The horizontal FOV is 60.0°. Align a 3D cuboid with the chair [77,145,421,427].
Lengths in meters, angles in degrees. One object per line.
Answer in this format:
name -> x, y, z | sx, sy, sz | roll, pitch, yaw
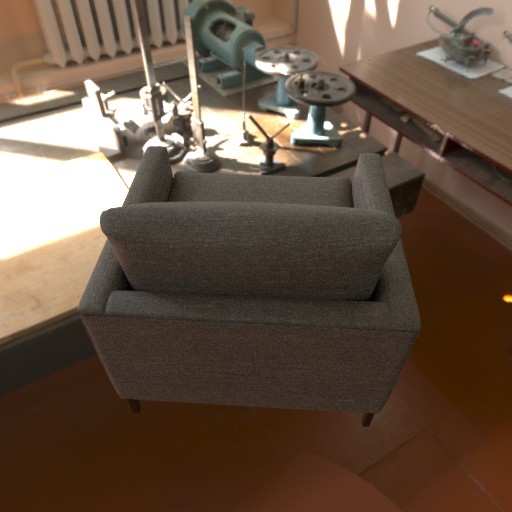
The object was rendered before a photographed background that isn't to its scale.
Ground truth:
chair -> 0.000, 0.000, 1.579 | 0.940, 0.841, 0.845 | 3, 45, 3
